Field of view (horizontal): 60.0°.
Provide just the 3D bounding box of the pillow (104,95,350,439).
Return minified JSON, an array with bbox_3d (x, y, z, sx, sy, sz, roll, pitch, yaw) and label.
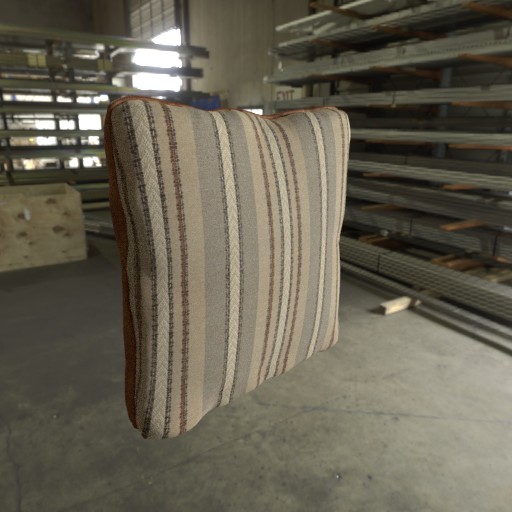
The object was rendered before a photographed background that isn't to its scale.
[{"bbox_3d":[0.000,0.000,0.742,0.489,0.490,0.130,-16,22,-43],"label":"pillow"}]
